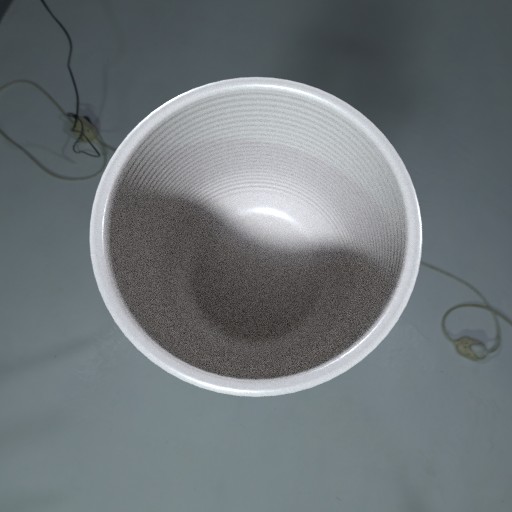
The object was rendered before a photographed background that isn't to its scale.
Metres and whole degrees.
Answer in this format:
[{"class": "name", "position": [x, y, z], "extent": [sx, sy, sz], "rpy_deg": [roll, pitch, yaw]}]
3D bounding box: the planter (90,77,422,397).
[{"class": "planter", "position": [0.000, 0.000, 0.217], "extent": [0.124, 0.109, 0.124], "rpy_deg": [0, 77, 0]}]
